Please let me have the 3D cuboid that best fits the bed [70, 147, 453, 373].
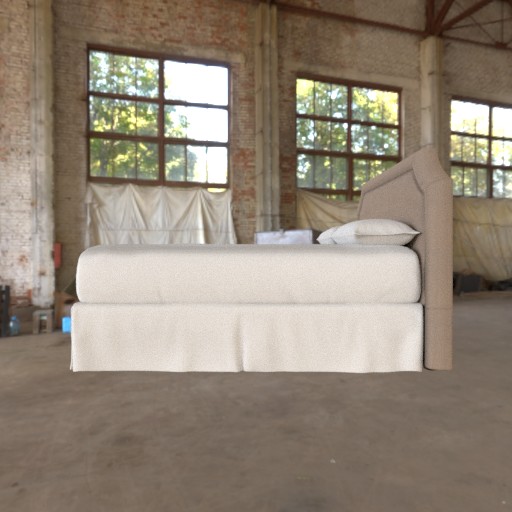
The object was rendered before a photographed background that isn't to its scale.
[{"bbox_3d":[0.000,0.000,3.301,2.164,1.303,1.828,0,1,0],"label":"bed"}]
